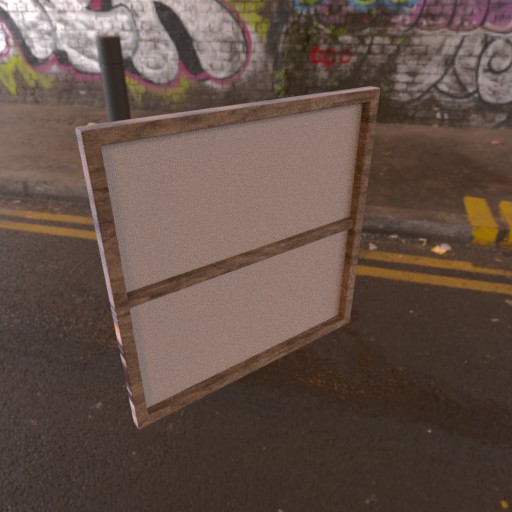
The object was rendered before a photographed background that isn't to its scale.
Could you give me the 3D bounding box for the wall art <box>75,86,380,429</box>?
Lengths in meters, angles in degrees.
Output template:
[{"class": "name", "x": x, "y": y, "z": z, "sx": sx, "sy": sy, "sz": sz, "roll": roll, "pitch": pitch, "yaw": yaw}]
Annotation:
[{"class": "wall art", "x": 0.000, "y": 0.000, "z": 1.128, "sx": 0.747, "sy": 0.747, "sz": 0.035, "roll": -19, "pitch": 35, "yaw": -30}]
